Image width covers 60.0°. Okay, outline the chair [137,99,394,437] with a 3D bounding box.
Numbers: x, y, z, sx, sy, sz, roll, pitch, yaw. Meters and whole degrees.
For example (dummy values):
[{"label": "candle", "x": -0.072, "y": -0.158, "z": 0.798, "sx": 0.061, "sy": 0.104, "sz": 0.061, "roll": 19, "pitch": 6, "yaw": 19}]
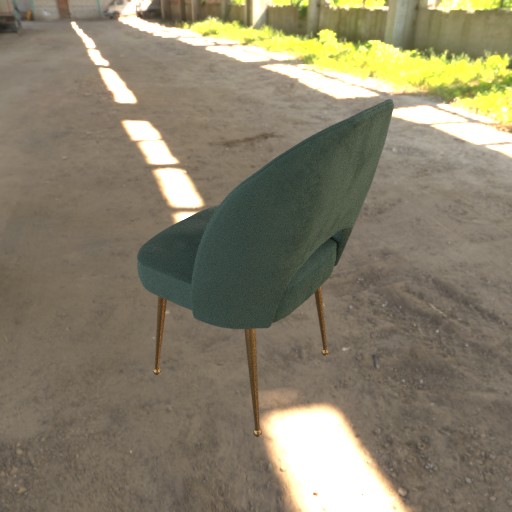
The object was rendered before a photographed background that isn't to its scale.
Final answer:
[{"label": "chair", "x": 0.000, "y": 0.000, "z": 1.208, "sx": 0.577, "sy": 0.860, "sz": 0.527, "roll": 20, "pitch": 36, "yaw": 30}]
